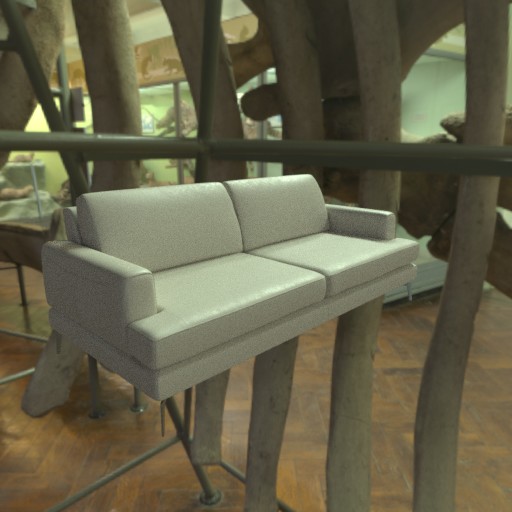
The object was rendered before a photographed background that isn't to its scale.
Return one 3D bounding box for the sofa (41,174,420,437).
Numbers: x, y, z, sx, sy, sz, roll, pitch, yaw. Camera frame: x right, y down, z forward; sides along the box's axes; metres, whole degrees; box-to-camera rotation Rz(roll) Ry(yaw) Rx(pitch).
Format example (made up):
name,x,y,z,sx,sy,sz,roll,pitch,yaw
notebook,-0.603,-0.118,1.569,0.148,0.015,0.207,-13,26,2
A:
name,x,y,z,sx,sy,sz,roll,pitch,yaw
sofa,0.000,0.000,2.391,0.974,0.765,1.940,14,20,43
